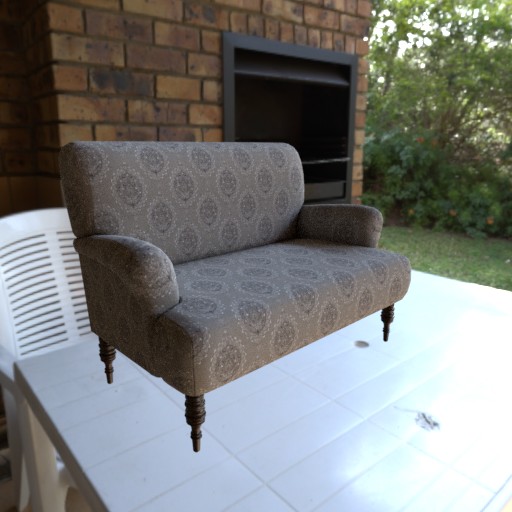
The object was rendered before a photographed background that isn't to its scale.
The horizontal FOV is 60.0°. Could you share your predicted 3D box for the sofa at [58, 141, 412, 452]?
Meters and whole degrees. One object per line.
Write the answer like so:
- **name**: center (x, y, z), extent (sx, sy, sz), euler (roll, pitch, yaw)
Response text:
- **sofa**: center (0.000, 0.000, 1.774), extent (1.297, 0.889, 0.779), euler (-13, 19, -43)
